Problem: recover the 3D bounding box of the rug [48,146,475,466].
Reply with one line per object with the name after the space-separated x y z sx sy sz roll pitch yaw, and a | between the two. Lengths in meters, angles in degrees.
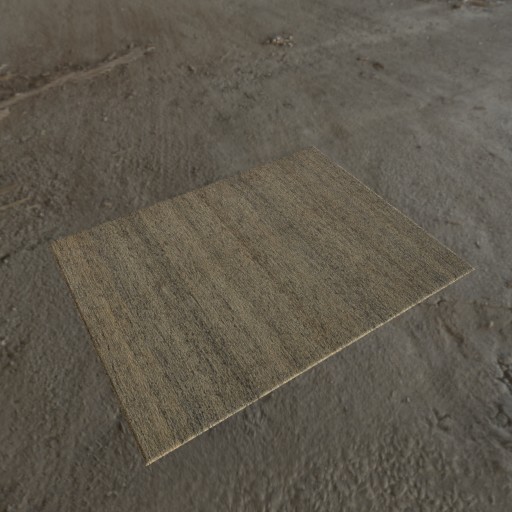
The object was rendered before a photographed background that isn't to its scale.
0.000 0.000 4.149 3.199 0.036 2.414 -25 51 -22 | rug
